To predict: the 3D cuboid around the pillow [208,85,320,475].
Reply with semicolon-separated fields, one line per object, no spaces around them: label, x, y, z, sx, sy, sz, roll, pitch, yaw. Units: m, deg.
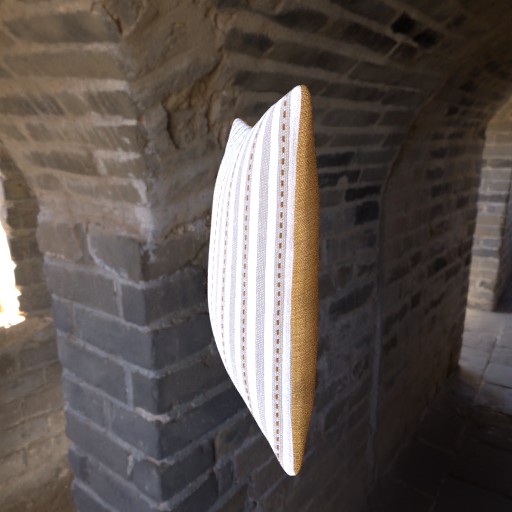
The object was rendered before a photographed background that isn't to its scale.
pillow;0.000;0.000;0.675;0.147;0.437;0.432;-3;14;-11
